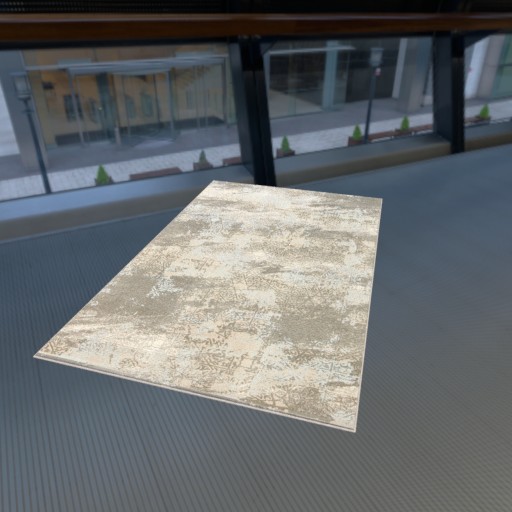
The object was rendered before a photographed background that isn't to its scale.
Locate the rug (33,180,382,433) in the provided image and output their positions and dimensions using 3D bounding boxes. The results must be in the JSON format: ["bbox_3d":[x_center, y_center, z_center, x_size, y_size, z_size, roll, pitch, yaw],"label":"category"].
[{"bbox_3d":[0.000,0.000,2.959,1.536,0.012,2.431,8,32,14],"label":"rug"}]
